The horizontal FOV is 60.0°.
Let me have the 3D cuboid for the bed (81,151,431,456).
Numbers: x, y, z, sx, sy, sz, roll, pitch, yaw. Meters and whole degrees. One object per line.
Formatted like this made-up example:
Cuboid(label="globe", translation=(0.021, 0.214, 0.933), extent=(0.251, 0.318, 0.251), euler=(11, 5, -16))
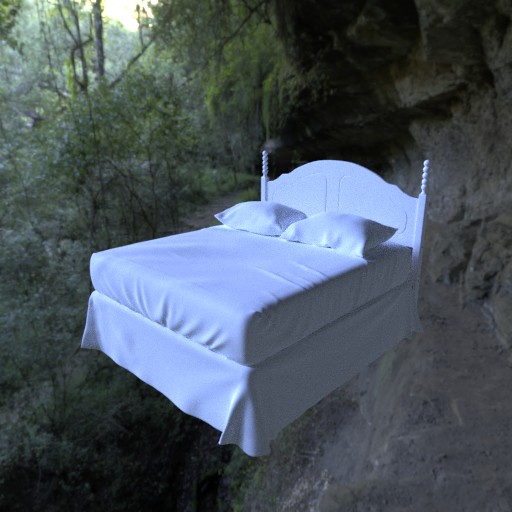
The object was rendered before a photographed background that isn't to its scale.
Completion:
Cuboid(label="bed", translation=(0.000, 0.000, 3.257), extent=(1.873, 1.356, 2.040), euler=(15, 23, 41))
